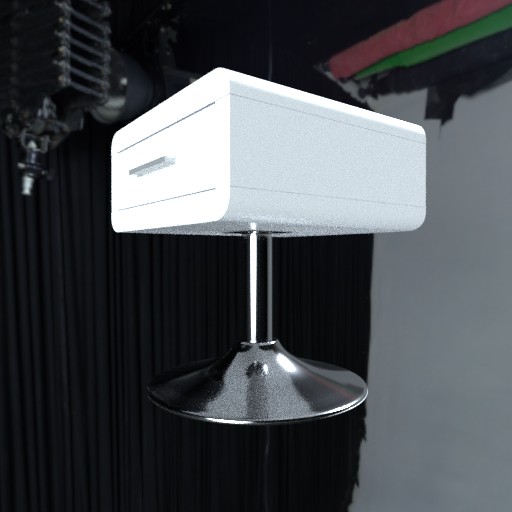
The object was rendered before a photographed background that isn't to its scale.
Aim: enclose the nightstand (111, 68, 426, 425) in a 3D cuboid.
[{"bbox_3d":[0.000,0.000,0.772,0.404,0.447,0.399,0,0,-37],"label":"nightstand"}]
